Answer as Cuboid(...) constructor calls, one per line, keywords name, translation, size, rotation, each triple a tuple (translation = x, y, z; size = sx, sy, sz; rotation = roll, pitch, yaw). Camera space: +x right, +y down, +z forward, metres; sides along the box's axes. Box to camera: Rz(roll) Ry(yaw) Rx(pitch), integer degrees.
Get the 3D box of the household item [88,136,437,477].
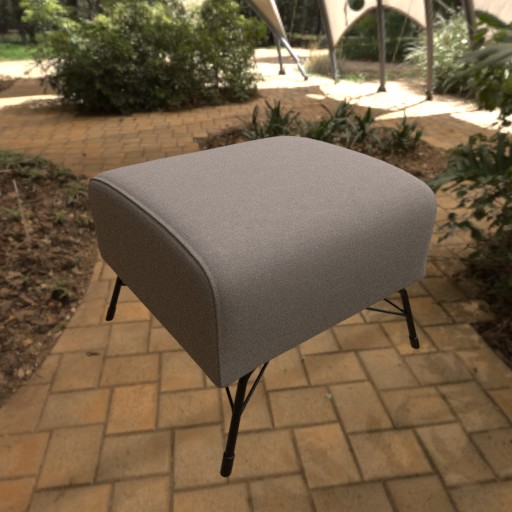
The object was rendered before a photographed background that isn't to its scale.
Cuboid(name="household item", translation=(0.000, 0.000, 0.938), size=(0.530, 0.410, 0.530), rotation=(-20, 35, -32))
